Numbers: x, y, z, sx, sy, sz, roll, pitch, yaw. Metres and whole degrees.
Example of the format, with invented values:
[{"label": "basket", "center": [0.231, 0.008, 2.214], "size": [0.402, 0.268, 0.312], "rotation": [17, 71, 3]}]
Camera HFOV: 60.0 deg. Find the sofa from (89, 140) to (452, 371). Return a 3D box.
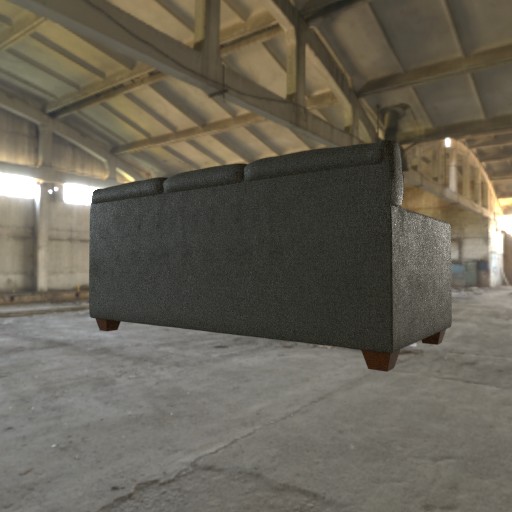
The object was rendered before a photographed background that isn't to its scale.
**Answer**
[{"label": "sofa", "center": [0.000, 0.000, 2.673], "size": [2.024, 0.958, 0.997], "rotation": [-1, -2, 37]}]
